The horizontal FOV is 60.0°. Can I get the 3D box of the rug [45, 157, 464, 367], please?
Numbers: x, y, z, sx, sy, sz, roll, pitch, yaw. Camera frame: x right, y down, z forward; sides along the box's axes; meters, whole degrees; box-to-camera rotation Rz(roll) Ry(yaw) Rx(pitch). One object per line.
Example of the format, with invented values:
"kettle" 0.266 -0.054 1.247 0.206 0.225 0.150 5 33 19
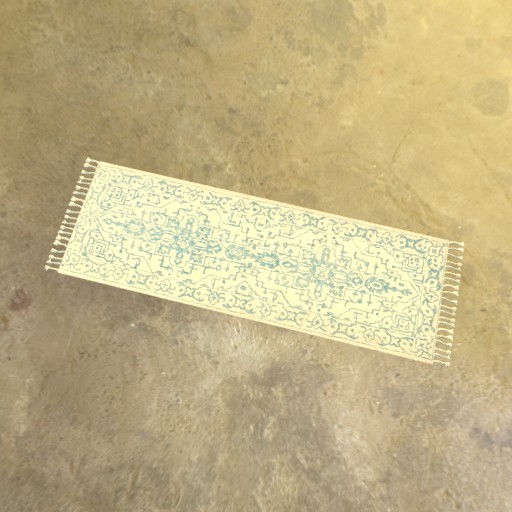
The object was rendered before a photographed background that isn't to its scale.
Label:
"rug" 0.000 0.000 2.693 2.449 0.011 0.774 13 75 4
